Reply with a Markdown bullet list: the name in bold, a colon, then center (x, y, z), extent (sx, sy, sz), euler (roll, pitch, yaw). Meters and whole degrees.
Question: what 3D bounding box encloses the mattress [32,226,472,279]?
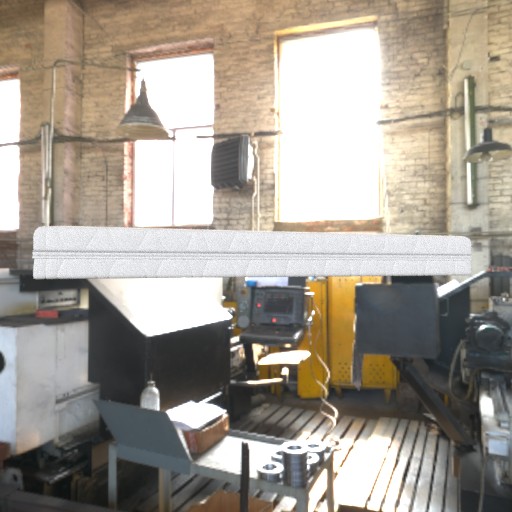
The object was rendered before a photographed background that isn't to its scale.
- **mattress**: center (0.000, 0.000, 2.339), extent (2.000, 0.200, 0.900), euler (0, -1, -18)
